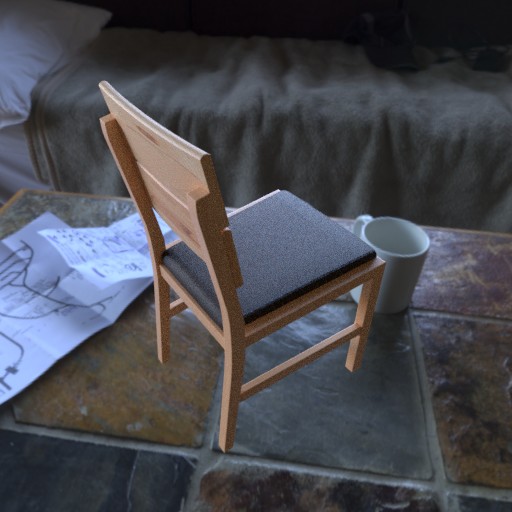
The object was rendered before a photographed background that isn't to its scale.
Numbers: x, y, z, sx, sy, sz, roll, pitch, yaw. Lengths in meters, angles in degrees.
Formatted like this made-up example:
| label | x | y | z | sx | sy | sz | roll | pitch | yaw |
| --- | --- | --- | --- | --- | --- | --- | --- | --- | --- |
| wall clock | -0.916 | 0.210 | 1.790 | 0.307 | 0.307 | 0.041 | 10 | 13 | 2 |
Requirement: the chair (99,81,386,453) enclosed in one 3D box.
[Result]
| label | x | y | z | sx | sy | sz | roll | pitch | yaw |
| --- | --- | --- | --- | --- | --- | --- | --- | --- | --- |
| chair | 0.000 | 0.000 | 1.243 | 0.560 | 0.950 | 0.475 | -25 | 46 | -27 |
